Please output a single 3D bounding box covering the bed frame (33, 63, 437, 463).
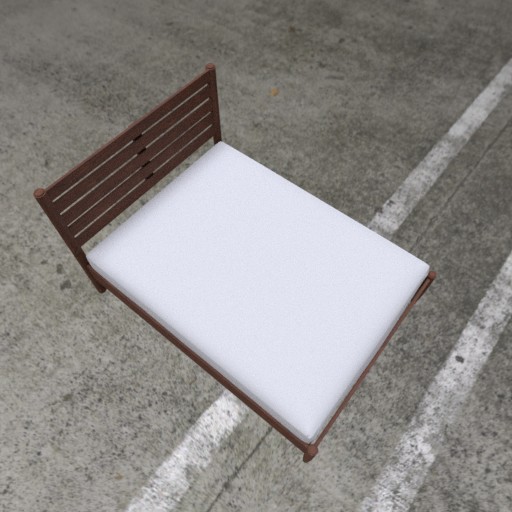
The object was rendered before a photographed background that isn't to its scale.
[{"bbox_3d":[0.000,0.000,3.257,2.234,1.321,1.655,34,65,19],"label":"bed frame"}]
